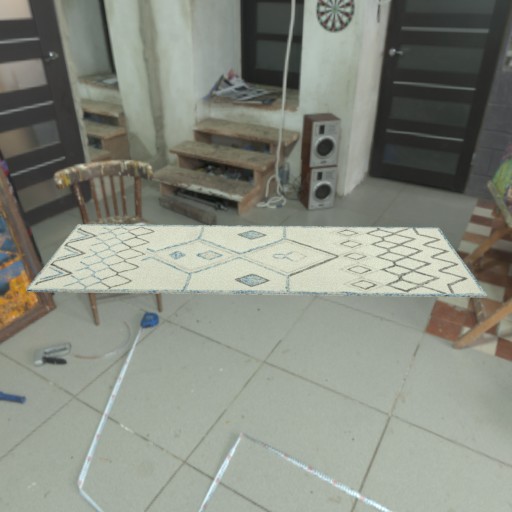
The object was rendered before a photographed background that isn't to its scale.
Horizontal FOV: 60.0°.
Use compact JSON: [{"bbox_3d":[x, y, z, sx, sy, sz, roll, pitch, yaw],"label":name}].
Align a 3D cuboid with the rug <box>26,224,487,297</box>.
[{"bbox_3d":[0.000,0.000,2.664,2.434,0.013,0.770,1,31,1],"label":"rug"}]
